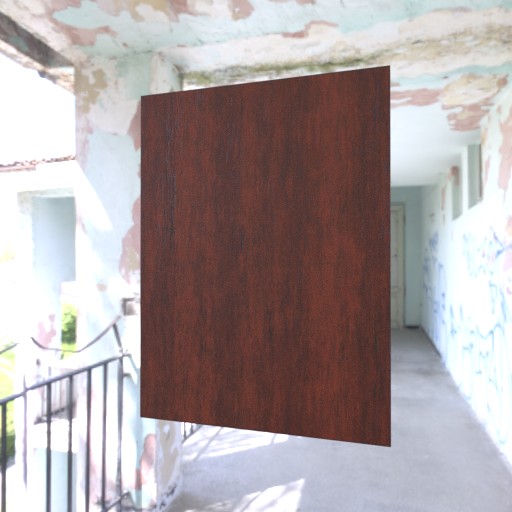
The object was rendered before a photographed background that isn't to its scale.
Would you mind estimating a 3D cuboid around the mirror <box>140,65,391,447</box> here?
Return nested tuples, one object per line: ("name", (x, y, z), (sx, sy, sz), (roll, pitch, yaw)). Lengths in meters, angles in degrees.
("mirror", (0.000, 0.000, 1.032), (0.600, 0.805, 0.021), (0, 0, 17))
